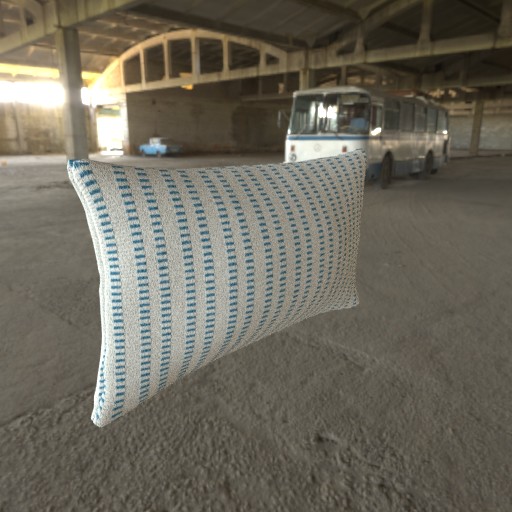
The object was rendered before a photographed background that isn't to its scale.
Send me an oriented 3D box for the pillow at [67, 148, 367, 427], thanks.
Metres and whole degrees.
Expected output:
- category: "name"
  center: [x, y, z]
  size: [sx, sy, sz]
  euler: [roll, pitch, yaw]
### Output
- category: "pillow"
  center: [0.000, 0.000, 0.771]
  size: [0.210, 0.353, 0.640]
  euler: [15, 21, 43]
